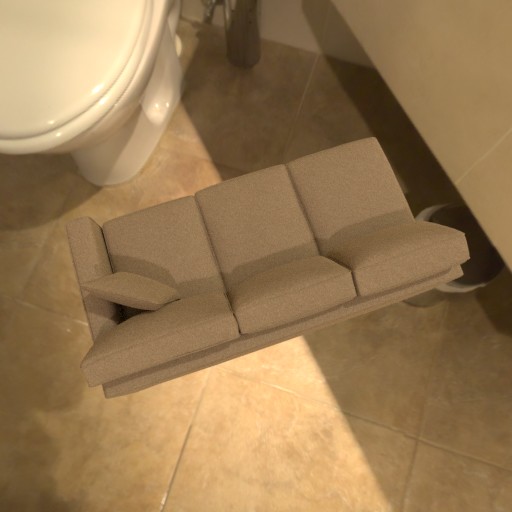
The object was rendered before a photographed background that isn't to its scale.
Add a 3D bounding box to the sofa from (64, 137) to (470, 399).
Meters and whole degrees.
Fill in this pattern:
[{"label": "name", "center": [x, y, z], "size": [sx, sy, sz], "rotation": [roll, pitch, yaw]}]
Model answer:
[{"label": "sofa", "center": [0.000, 0.000, 2.609], "size": [1.963, 0.946, 1.034], "rotation": [-18, 76, -5]}]
